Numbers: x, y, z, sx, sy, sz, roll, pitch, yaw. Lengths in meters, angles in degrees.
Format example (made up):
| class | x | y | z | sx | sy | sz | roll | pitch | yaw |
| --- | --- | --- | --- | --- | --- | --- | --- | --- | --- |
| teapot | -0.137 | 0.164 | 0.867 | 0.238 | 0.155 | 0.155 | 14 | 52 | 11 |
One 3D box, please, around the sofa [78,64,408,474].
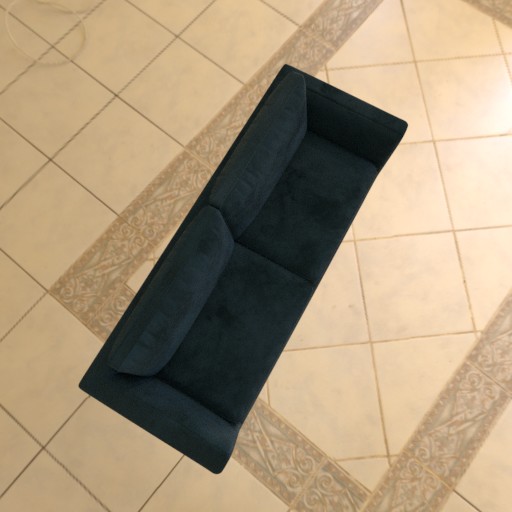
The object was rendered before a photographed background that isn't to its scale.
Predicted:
| class | x | y | z | sx | sy | sz | roll | pitch | yaw |
| --- | --- | --- | --- | --- | --- | --- | --- | --- | --- |
| sofa | 0.000 | 0.000 | 2.672 | 0.853 | 0.998 | 2.212 | 29 | 77 | 7 |
